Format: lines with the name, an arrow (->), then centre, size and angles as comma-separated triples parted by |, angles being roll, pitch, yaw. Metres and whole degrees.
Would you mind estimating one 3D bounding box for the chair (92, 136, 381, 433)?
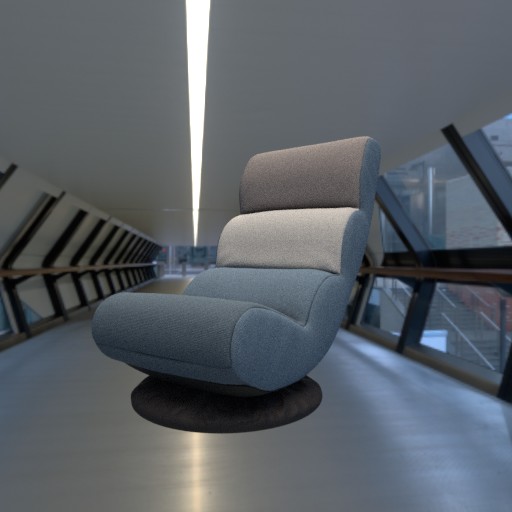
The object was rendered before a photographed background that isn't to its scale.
chair -> 0.000, 0.000, 1.069 | 0.420, 0.641, 0.661 | 0, 0, 37
